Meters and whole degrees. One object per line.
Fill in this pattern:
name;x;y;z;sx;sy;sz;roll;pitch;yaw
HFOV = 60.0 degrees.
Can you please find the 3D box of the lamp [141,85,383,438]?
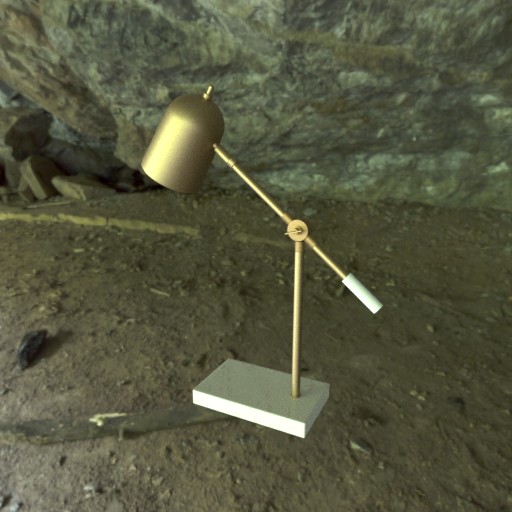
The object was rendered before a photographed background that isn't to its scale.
lamp;0.000;0.000;0.824;0.471;0.603;0.144;8;17;25
